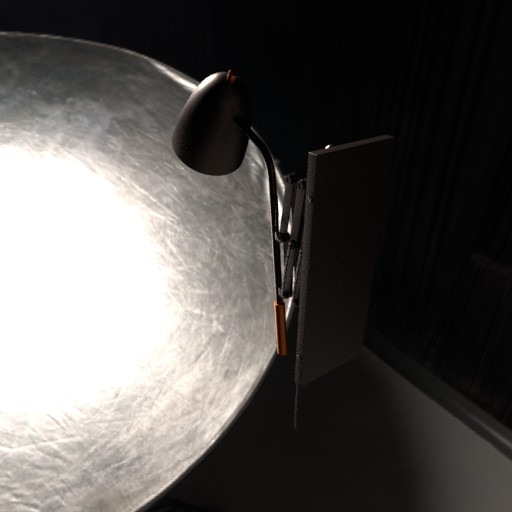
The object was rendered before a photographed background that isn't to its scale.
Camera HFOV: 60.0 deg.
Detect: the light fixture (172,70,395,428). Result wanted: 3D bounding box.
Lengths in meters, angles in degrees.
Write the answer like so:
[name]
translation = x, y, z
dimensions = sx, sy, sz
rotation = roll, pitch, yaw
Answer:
[light fixture]
translation = 0.000, 0.000, 0.937
dimensions = 0.162, 0.715, 0.499
rotation = -19, 35, -29
